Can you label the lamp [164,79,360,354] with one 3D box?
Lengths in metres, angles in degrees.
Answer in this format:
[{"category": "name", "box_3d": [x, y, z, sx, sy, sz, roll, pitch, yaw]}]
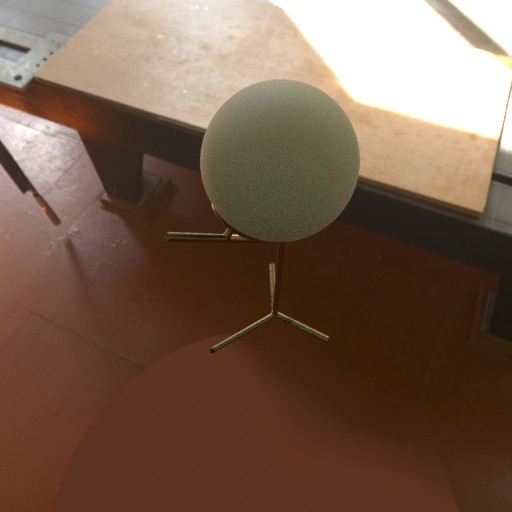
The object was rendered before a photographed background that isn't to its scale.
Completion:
[{"category": "lamp", "box_3d": [0.000, 0.000, 0.672, 0.251, 0.552, 0.210, -28, 63, -16]}]
